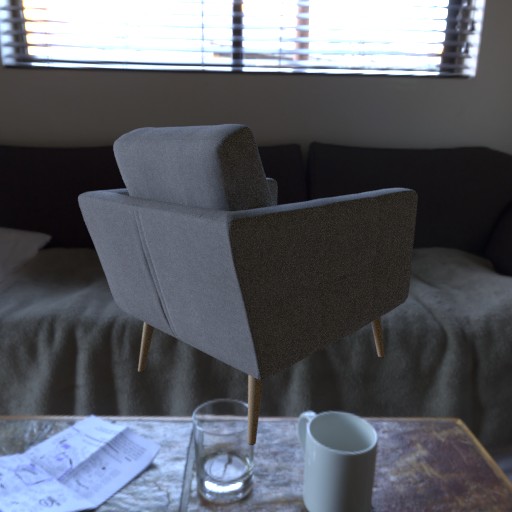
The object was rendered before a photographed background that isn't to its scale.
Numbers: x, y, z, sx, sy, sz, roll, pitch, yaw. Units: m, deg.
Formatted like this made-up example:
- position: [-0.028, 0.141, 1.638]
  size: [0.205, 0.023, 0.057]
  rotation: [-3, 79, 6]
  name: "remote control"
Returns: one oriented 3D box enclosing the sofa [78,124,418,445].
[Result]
- position: [0.000, 0.000, 1.551]
  size: [0.770, 0.860, 0.920]
  rotation: [14, 20, 43]
  name: "sofa"
